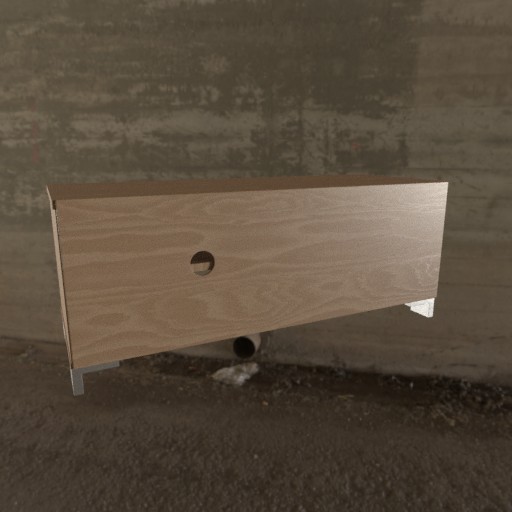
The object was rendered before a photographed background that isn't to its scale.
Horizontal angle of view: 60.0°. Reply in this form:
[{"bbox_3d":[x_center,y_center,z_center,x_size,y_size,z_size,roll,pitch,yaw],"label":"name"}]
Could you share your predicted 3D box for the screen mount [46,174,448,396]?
[{"bbox_3d":[0.000,0.000,1.322,1.084,0.432,0.406,-7,15,-25],"label":"screen mount"}]
